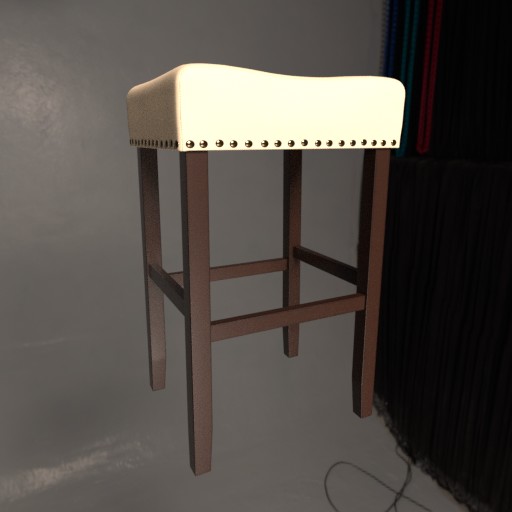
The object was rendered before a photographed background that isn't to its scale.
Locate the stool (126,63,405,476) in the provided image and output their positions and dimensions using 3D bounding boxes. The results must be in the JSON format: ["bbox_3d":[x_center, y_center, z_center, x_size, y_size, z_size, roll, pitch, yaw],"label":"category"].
[{"bbox_3d":[0.000,0.000,1.032,0.471,0.762,0.401,-7,17,-26],"label":"stool"}]
